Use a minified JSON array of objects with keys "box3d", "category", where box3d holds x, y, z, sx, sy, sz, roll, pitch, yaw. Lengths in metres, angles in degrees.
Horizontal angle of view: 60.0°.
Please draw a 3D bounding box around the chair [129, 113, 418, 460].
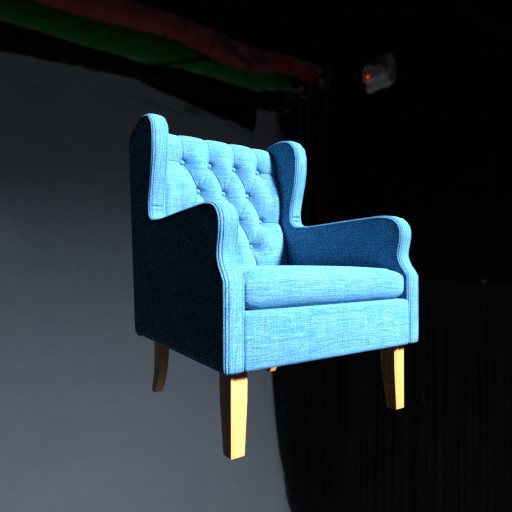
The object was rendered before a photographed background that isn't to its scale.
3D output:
[{"box3d":[0.000,0.000,1.501,0.711,0.952,0.775,0,-1,-35],"category":"chair"}]
